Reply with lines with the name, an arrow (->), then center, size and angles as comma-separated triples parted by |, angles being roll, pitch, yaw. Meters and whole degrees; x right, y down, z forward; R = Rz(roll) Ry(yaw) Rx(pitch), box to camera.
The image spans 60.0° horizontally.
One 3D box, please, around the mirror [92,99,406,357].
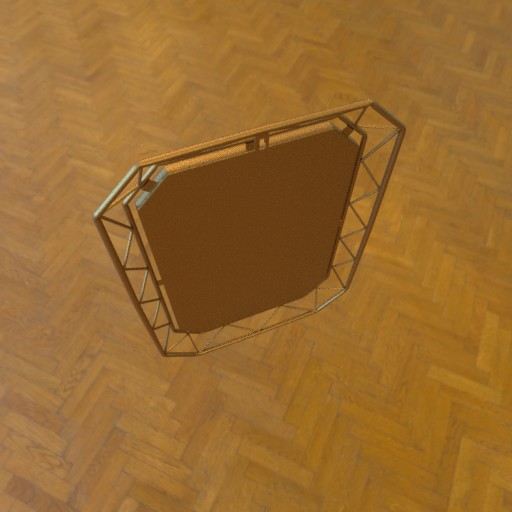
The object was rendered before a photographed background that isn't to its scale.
mirror -> 0.000, 0.000, 0.730 | 0.417, 0.566, 0.042 | -18, 59, -11
